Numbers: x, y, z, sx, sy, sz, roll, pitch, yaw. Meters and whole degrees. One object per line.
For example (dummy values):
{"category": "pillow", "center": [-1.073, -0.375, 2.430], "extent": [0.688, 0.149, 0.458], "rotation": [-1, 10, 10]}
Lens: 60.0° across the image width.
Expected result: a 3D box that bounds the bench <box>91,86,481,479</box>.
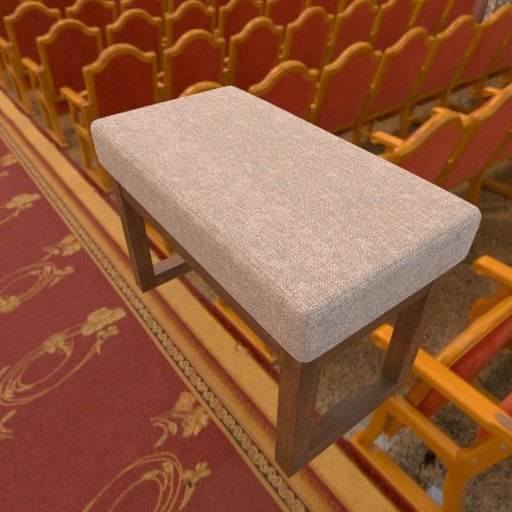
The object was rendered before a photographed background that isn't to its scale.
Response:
{"category": "bench", "center": [0.000, 0.000, 0.933], "extent": [0.366, 0.467, 0.681], "rotation": [-26, 47, -27]}
